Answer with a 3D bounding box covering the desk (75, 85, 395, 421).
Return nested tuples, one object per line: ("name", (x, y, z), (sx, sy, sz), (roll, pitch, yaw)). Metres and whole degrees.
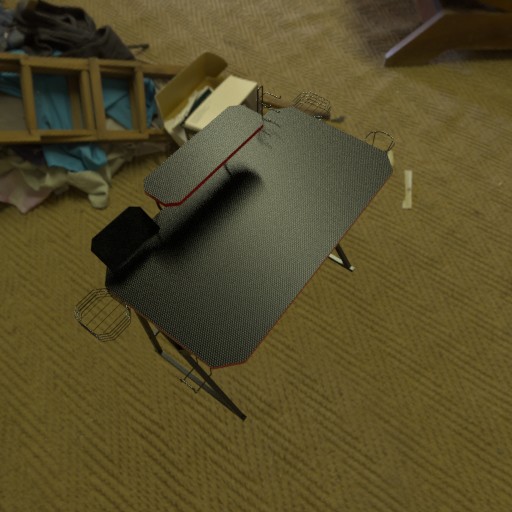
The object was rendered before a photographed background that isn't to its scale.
("desk", (0.000, 0.000, 1.768), (0.588, 0.913, 1.280), (32, 63, 19))
